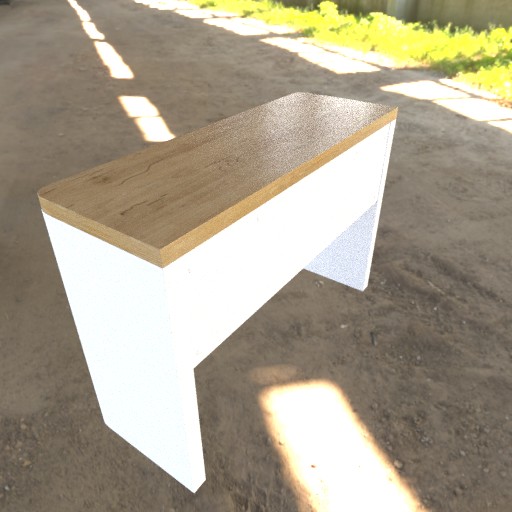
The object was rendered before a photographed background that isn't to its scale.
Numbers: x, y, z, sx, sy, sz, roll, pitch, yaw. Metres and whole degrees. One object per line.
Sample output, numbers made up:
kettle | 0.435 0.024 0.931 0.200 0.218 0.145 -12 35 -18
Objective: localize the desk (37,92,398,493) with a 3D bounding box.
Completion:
desk | 0.000 0.000 1.421 0.390 0.760 1.100 21 39 29
